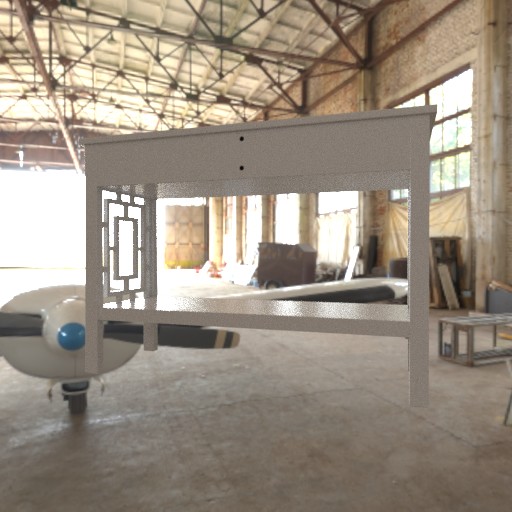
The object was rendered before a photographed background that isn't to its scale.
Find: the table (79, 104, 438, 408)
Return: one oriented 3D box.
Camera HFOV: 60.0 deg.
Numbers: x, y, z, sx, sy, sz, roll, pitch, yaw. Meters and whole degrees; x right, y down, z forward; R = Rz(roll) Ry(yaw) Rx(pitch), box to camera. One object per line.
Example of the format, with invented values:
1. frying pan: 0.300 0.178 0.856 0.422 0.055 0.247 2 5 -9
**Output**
1. table: 0.000 0.000 1.446 1.068 0.753 0.397 0 1 18
